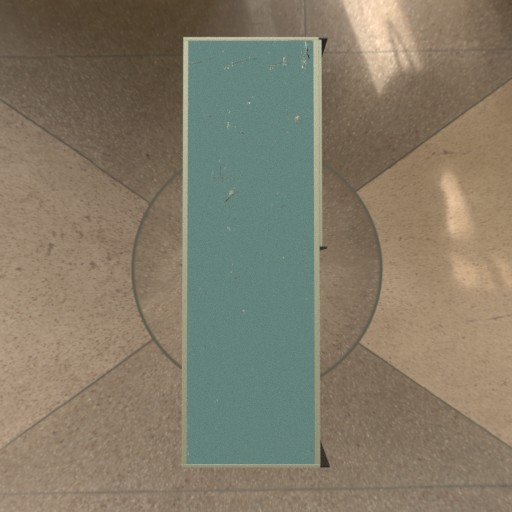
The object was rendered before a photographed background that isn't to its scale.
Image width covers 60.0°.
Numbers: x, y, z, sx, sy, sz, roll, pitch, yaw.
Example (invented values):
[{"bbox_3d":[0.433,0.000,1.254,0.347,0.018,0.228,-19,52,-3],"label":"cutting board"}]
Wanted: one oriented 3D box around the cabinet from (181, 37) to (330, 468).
[{"bbox_3d":[0.000,0.000,3.135,0.680,2.160,2.000,0,88,0],"label":"cabinet"}]
